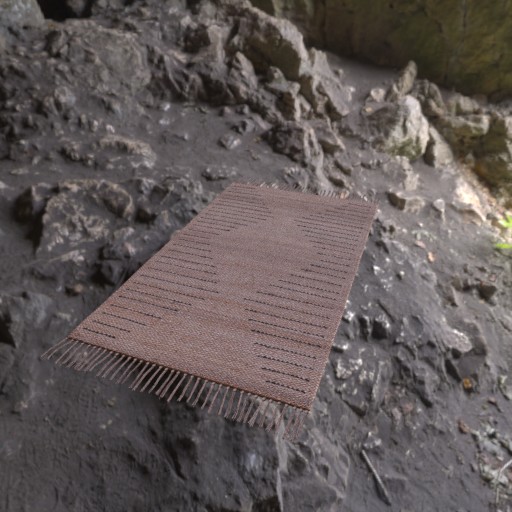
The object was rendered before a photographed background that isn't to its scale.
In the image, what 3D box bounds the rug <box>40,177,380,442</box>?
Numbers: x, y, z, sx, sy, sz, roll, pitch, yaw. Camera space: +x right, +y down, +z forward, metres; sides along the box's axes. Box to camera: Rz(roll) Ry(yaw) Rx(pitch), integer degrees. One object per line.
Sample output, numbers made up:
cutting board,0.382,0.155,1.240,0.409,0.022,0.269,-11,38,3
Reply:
rug,0.000,0.000,2.021,0.905,0.017,1.718,11,34,17
